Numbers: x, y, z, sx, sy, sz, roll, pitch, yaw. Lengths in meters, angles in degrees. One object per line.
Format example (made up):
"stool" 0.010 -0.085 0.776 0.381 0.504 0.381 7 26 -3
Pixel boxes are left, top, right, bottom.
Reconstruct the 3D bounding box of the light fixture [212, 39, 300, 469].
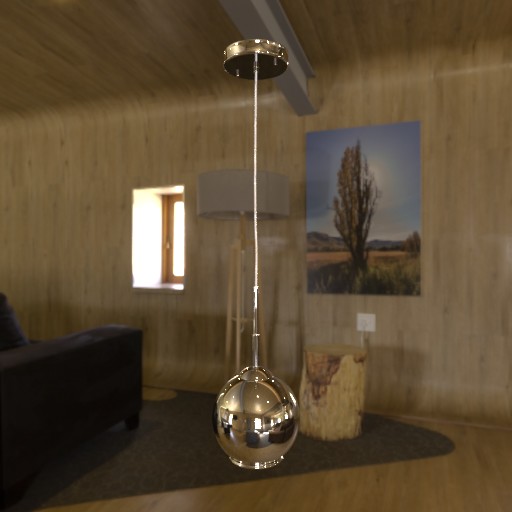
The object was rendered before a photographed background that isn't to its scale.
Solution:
"light fixture" 0.000 0.000 1.697 0.336 1.538 0.336 0 0 36
